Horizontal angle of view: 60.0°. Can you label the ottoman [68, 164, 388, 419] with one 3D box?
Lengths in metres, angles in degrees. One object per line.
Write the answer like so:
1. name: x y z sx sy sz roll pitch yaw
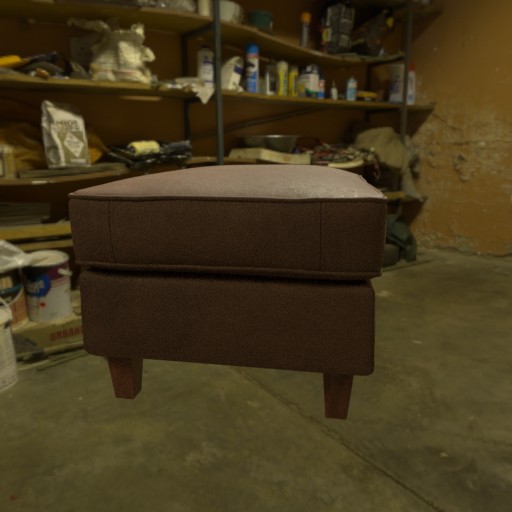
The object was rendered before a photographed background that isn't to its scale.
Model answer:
1. ottoman: 0.000 0.000 1.201 0.596 0.481 0.860 2 13 9
